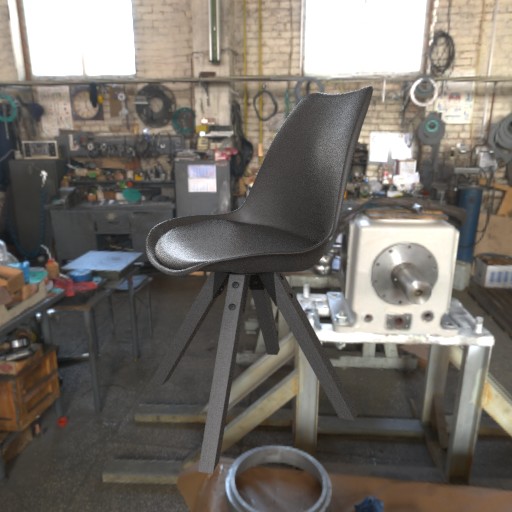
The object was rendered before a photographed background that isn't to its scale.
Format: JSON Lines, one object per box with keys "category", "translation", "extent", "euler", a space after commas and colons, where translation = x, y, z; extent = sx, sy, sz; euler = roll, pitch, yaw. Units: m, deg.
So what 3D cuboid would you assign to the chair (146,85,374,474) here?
{"category": "chair", "translation": [0.000, 0.000, 1.174], "extent": [0.550, 0.850, 0.485], "euler": [-8, 18, -27]}
